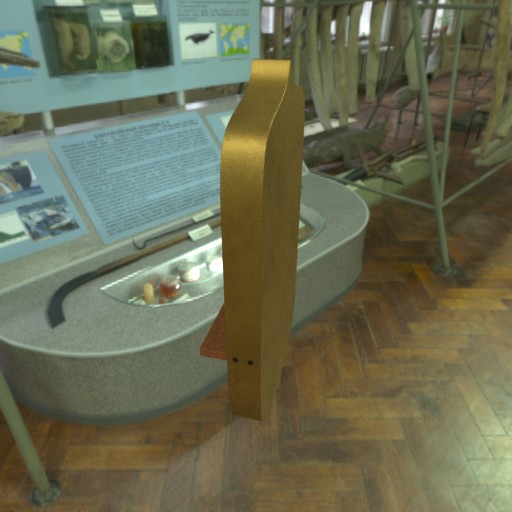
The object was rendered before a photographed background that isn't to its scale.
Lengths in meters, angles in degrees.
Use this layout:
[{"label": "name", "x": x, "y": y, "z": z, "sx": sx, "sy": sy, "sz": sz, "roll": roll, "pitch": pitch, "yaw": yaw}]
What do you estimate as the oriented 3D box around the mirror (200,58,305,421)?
[{"label": "mirror", "x": 0.000, "y": 0.000, "z": 0.749, "sx": 0.096, "sy": 0.613, "sz": 0.323, "roll": 7, "pitch": 31, "yaw": 12}]
